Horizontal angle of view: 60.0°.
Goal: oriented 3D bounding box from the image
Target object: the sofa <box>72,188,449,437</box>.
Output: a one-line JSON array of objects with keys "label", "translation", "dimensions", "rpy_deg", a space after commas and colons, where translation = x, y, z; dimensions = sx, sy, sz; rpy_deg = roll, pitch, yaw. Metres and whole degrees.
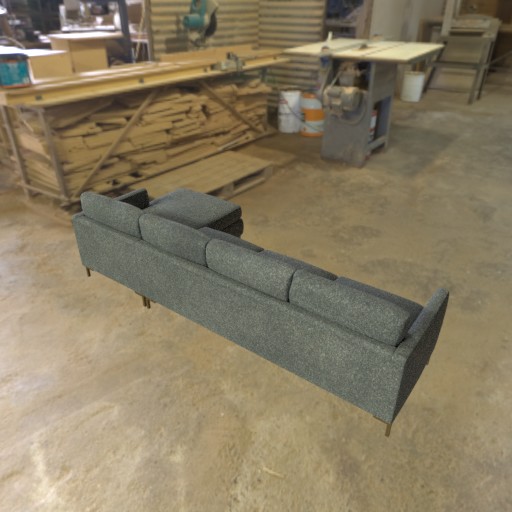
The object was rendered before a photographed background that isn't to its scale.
[{"label": "sofa", "translation": [0.000, 0.000, 3.537], "dimensions": [2.932, 0.810, 1.350], "rpy_deg": [21, 36, 31]}]
